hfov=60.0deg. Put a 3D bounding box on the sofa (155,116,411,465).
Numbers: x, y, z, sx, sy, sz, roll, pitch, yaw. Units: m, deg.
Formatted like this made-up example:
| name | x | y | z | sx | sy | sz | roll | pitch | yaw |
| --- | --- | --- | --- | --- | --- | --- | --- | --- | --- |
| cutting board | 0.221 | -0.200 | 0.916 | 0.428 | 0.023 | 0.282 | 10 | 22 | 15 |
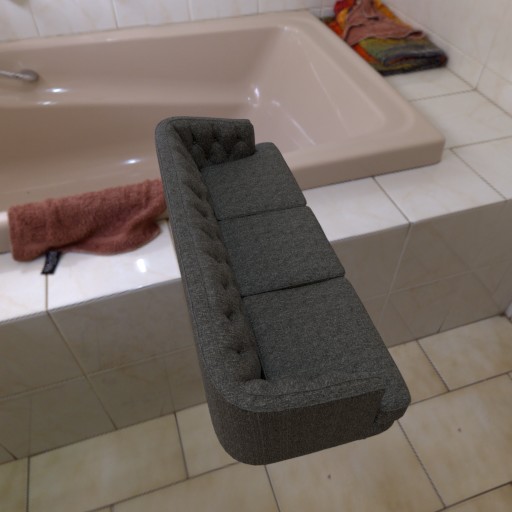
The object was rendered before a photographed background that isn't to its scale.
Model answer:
| name | x | y | z | sx | sy | sz | roll | pitch | yaw |
| --- | --- | --- | --- | --- | --- | --- | --- | --- | --- |
| sofa | 0.000 | 0.000 | 2.737 | 0.941 | 0.855 | 2.278 | -11 | 48 | -10 |
